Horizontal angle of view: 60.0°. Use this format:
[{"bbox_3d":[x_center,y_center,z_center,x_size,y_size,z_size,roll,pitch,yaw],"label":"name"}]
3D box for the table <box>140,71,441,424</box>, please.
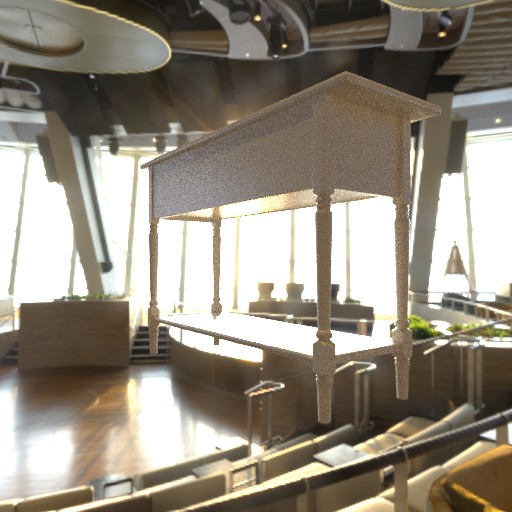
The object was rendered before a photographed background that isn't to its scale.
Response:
[{"bbox_3d":[0.000,0.000,1.573,0.386,0.814,1.191,1,-1,-37],"label":"table"}]
